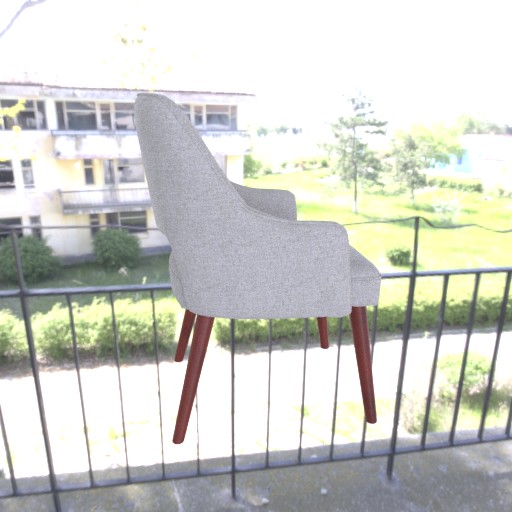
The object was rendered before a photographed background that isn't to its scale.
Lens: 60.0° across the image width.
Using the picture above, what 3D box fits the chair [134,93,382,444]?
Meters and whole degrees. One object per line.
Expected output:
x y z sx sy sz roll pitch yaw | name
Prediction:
0.000 0.000 1.245 0.605 0.849 0.548 -3 17 -9 | chair
